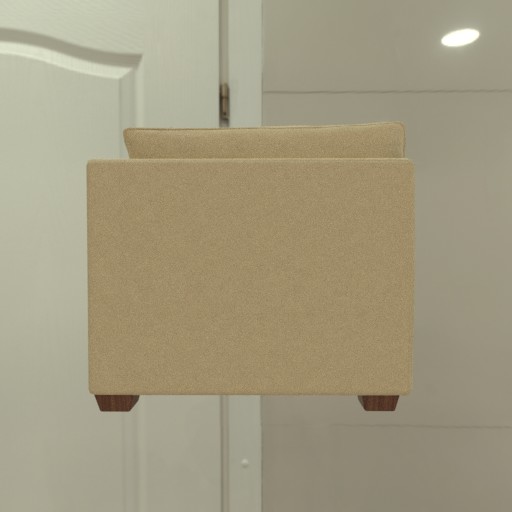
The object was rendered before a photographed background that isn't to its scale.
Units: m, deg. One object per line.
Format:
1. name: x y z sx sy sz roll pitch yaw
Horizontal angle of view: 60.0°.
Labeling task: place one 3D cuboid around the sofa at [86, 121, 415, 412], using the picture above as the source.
1. sofa: 0.000 0.000 1.978 1.084 1.002 1.146 0 1 1
